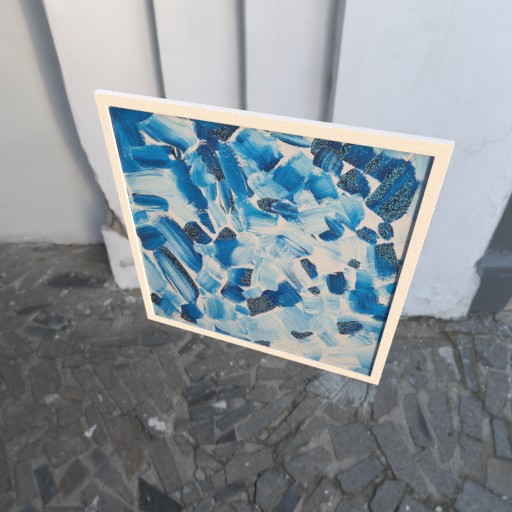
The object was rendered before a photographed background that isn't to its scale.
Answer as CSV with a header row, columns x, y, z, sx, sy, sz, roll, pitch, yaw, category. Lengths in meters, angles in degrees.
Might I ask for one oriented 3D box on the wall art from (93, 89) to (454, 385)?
x,y,z,sx,sy,sz,roll,pitch,yaw,category
0.000,0.000,0.689,0.457,0.457,0.012,13,43,15,wall art
